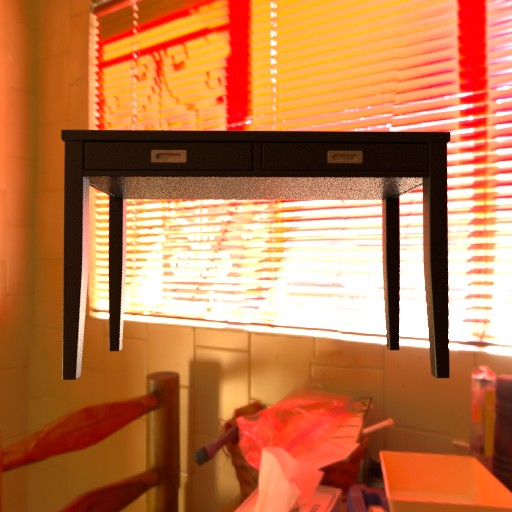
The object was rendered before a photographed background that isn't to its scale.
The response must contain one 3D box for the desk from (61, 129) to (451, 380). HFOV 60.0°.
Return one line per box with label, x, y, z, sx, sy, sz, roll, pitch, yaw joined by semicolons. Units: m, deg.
desk;0.000;0.000;1.629;1.220;0.775;0.508;0;-1;-1
